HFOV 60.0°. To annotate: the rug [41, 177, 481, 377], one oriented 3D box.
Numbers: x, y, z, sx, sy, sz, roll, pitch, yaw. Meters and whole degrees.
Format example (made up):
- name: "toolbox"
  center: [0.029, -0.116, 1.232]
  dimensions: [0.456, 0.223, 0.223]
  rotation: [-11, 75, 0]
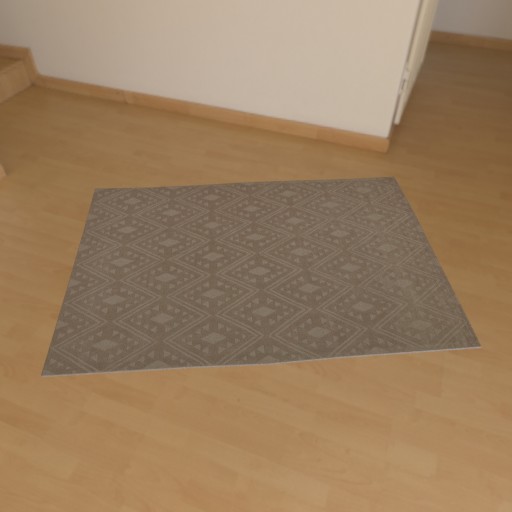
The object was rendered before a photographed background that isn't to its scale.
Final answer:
- name: "rug"
  center: [0.000, 0.000, 2.262]
  dimensions: [1.829, 0.034, 1.252]
  rotation: [-3, 45, -3]
